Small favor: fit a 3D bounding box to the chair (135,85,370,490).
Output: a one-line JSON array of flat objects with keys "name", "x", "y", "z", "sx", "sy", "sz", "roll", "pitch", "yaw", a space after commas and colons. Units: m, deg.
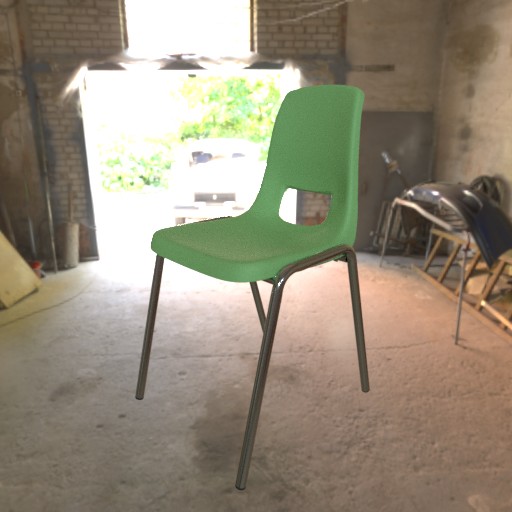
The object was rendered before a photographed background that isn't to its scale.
[{"name": "chair", "x": 0.000, "y": 0.000, "z": 0.953, "sx": 0.436, "sy": 0.704, "sz": 0.381, "roll": -16, "pitch": 24, "yaw": -41}]
